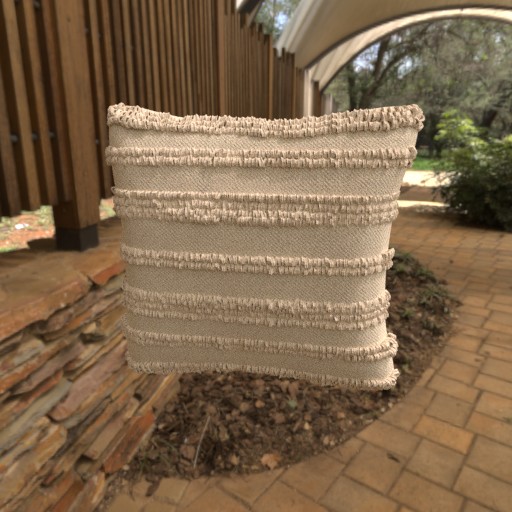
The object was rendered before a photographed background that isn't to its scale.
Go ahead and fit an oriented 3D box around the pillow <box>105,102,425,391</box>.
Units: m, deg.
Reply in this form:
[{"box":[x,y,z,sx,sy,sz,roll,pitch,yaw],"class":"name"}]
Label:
[{"box":[0.000,0.000,0.649,0.437,0.427,0.145,3,17,9],"class":"pillow"}]
